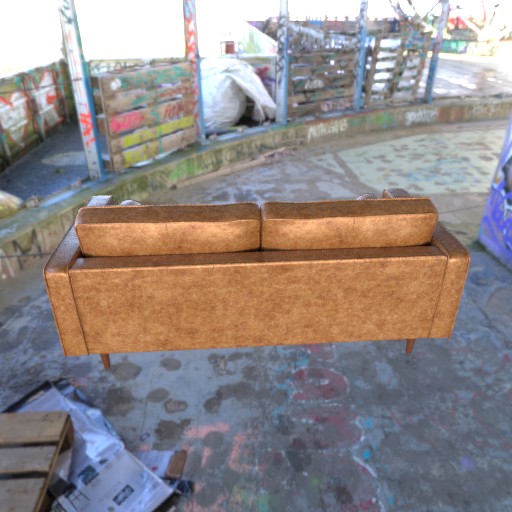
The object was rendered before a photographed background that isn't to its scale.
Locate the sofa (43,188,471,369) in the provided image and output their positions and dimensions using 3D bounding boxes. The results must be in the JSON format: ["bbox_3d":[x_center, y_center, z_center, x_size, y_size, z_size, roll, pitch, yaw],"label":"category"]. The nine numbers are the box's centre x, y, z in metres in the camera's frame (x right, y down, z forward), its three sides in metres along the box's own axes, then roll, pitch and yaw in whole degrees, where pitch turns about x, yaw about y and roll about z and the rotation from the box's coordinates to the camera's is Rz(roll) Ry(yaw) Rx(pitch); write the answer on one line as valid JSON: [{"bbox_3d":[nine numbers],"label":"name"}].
[{"bbox_3d":[0.000,0.000,2.421,1.920,0.825,0.924,-2,29,-4],"label":"sofa"}]
